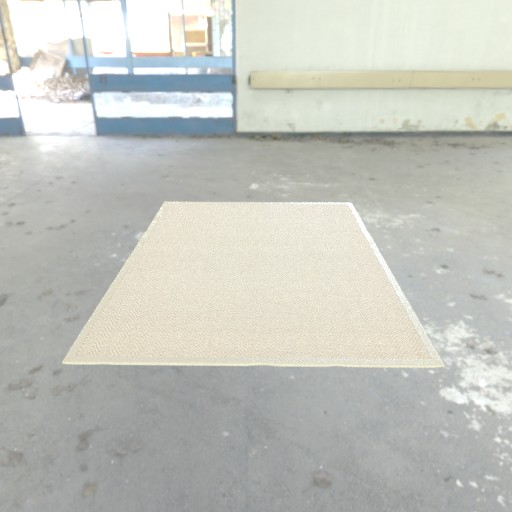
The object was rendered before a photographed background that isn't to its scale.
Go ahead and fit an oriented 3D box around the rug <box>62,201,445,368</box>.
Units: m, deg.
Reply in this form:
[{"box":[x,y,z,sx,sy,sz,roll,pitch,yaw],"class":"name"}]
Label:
[{"box":[0.000,0.000,4.799,2.734,0.037,3.659,0,25,1],"class":"rug"}]
